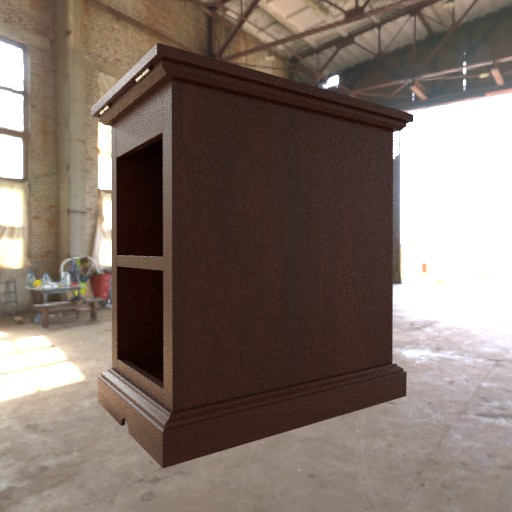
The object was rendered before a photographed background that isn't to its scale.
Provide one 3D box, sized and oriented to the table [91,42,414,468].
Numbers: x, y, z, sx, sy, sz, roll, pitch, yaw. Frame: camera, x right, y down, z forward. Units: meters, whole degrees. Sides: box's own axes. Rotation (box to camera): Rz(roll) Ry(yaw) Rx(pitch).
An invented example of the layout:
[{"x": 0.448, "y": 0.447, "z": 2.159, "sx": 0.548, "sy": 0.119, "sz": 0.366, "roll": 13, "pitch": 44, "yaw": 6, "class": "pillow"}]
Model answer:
[{"x": 0.000, "y": 0.000, "z": 0.942, "sx": 0.584, "sy": 0.612, "sz": 0.356, "roll": -1, "pitch": 1, "yaw": -35, "class": "table"}]
